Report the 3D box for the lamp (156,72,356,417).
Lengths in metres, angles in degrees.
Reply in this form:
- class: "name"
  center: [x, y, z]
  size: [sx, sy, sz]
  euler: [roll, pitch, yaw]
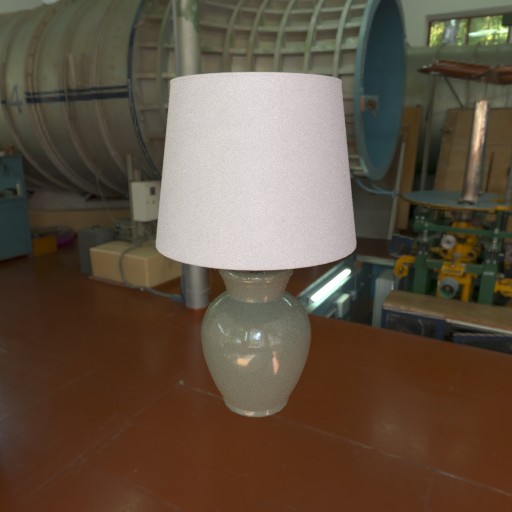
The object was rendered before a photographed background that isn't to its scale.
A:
- class: "lamp"
  center: [0.000, 0.000, 0.546]
  size: [0.239, 0.399, 0.239]
  euler: [0, 16, 0]
